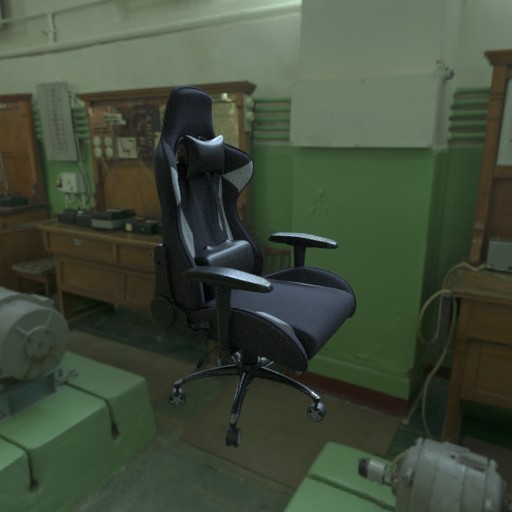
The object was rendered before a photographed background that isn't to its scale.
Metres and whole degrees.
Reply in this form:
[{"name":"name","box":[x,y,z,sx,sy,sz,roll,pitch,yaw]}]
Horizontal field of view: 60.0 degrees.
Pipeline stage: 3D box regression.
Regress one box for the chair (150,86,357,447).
[{"name":"chair","box":[0.000,0.000,1.765,0.695,1.300,0.730,8,17,27]}]
